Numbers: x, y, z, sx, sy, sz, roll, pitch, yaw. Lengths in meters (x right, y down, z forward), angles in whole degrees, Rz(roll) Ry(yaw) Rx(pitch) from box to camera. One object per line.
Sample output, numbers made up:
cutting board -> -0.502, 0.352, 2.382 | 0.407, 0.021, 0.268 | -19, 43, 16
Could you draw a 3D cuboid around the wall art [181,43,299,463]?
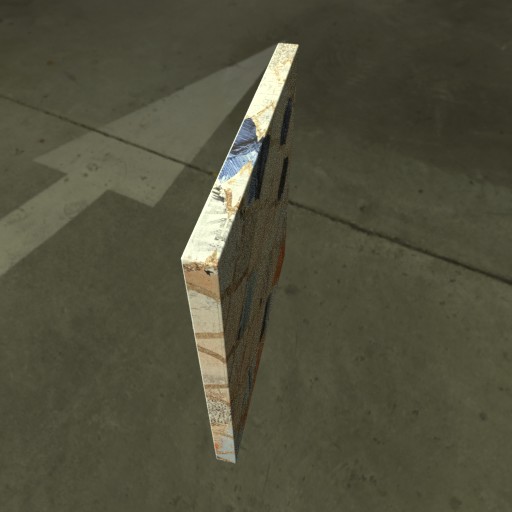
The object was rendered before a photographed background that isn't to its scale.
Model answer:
wall art -> 0.000, 0.000, 0.749 | 0.038, 0.508, 0.507 | 9, 47, 8
